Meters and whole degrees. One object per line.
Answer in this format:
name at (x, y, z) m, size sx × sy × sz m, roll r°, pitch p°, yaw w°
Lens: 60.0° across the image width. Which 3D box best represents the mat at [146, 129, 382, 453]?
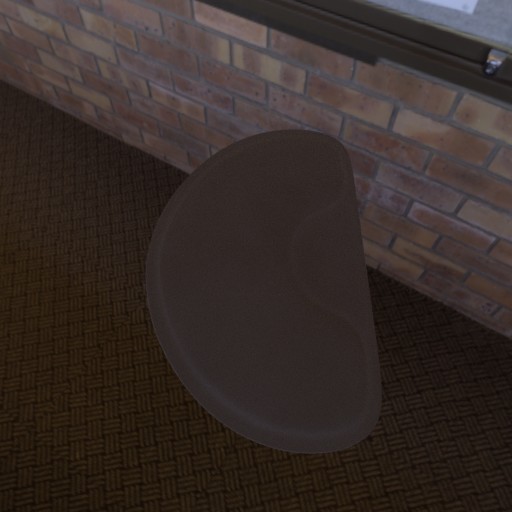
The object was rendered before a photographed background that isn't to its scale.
mat at (0.000, 0.000, 1.861) m, size 0.913 × 0.013 × 1.524 m, roll 1°, pitch 58°, yaw 0°
